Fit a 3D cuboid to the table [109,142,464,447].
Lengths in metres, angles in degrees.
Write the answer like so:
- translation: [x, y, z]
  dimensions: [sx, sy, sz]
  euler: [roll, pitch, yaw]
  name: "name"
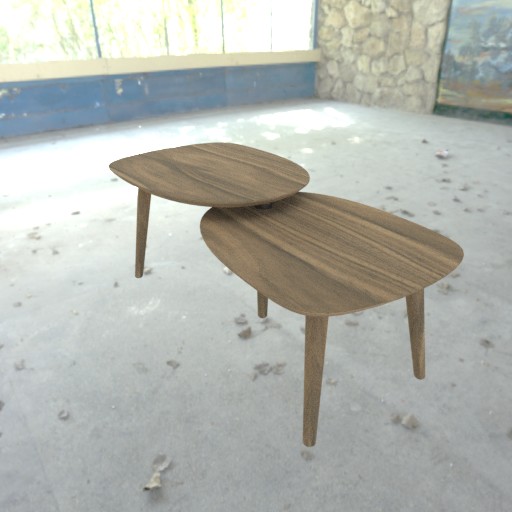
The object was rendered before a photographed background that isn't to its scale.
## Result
- translation: [0.000, 0.000, 1.317]
  dimensions: [0.527, 0.429, 1.084]
  euler: [-19, 33, -32]
  name: "table"
